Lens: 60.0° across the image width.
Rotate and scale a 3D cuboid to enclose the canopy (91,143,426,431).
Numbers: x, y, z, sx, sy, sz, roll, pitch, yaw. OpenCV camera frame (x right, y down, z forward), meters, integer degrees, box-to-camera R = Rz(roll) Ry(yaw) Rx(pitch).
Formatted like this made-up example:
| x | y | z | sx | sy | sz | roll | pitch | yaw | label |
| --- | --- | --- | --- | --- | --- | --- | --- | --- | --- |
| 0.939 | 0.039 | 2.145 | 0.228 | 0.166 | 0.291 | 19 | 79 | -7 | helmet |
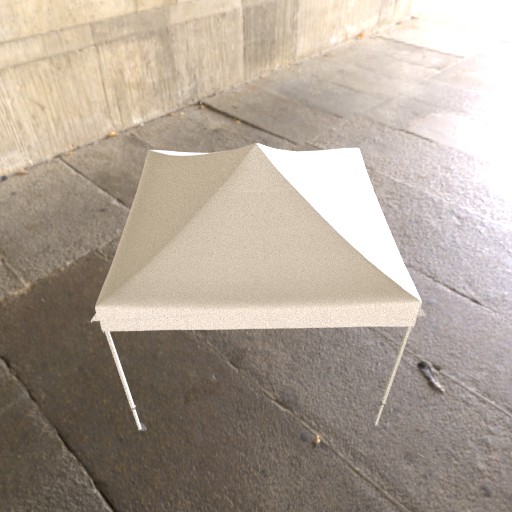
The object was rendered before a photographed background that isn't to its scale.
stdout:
| x | y | z | sx | sy | sz | roll | pitch | yaw | label |
| --- | --- | --- | --- | --- | --- | --- | --- | --- | --- |
| 0.000 | 0.000 | 5.448 | 2.994 | 2.998 | 2.996 | -1 | 41 | -1 | canopy |
